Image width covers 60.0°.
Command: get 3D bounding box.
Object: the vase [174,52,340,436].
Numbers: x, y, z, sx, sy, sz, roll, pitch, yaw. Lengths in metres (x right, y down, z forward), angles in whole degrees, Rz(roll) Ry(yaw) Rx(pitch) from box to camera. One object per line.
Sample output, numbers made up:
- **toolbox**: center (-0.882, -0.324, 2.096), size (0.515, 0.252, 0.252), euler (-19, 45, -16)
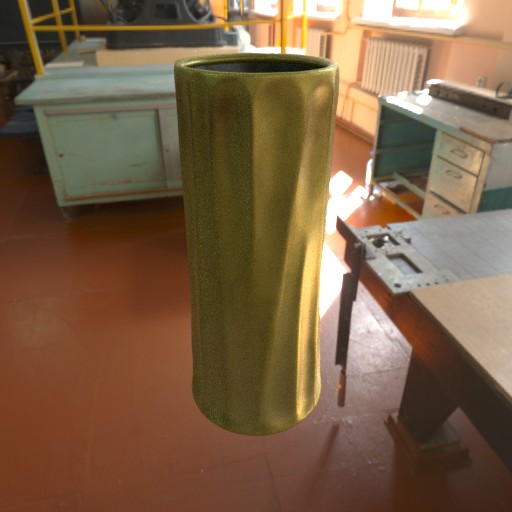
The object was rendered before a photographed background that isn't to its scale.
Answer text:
- **vase**: center (0.000, 0.000, 0.176), size (0.061, 0.143, 0.061), euler (0, 30, 0)
